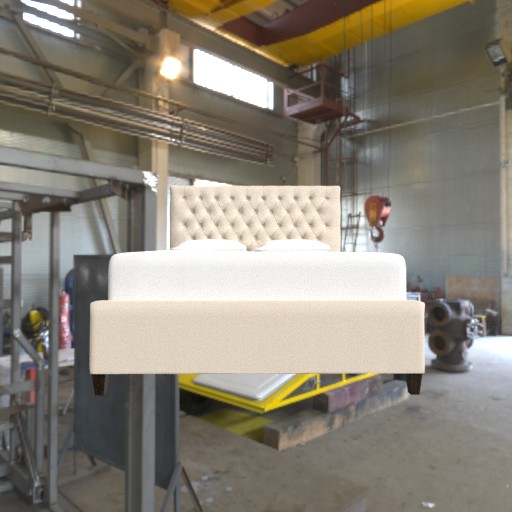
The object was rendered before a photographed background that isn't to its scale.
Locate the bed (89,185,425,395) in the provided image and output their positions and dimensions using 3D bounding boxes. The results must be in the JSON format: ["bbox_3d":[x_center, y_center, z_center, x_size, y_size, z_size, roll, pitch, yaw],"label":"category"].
[{"bbox_3d":[0.000,0.000,3.309,1.696,1.426,2.233,0,-1,0],"label":"bed"}]
